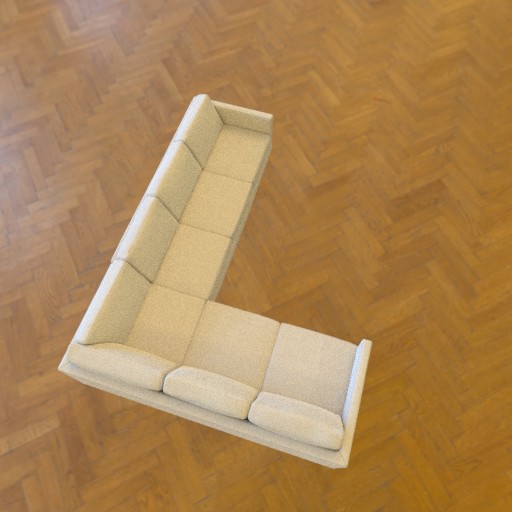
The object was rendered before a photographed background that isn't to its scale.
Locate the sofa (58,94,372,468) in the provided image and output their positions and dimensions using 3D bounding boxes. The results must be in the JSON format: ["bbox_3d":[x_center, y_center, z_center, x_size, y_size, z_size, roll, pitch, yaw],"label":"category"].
[{"bbox_3d":[0.000,0.000,4.329,2.432,0.863,3.182,16,65,8],"label":"sofa"}]
